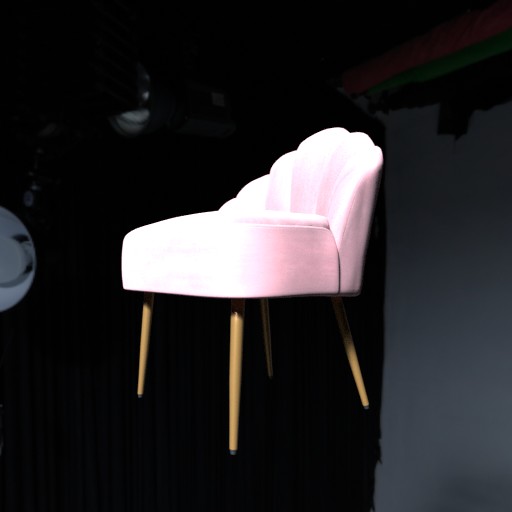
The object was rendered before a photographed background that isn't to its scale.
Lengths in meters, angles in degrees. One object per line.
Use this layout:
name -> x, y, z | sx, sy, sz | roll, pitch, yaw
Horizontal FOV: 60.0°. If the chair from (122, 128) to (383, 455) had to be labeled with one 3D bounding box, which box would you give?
chair -> 0.000, 0.000, 1.242 | 0.599, 0.819, 0.657 | 2, -3, -36
